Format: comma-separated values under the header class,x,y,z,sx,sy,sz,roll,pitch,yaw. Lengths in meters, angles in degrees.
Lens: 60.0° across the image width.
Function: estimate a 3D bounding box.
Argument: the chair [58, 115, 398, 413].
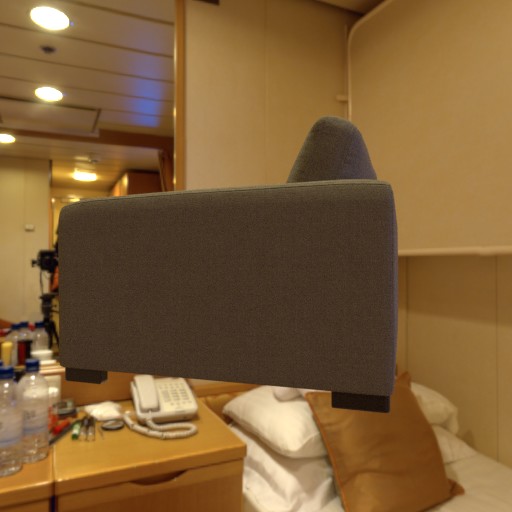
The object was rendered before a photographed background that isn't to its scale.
class,x,y,z,sx,sy,sz,roll,pitch,yaw
chair,0.000,0.000,1.814,1.100,0.847,1.070,0,-1,18
